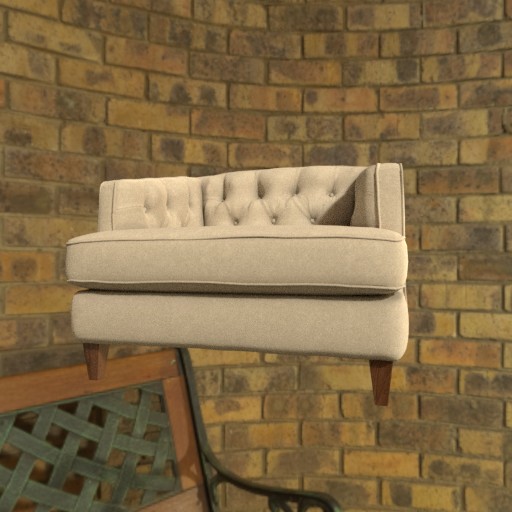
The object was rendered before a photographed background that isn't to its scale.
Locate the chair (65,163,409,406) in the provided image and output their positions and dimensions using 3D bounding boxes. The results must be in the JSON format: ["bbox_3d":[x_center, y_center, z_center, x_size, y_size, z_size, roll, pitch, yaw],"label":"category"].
[{"bbox_3d":[0.000,0.000,1.735,1.104,0.852,0.941,0,-1,17],"label":"chair"}]
